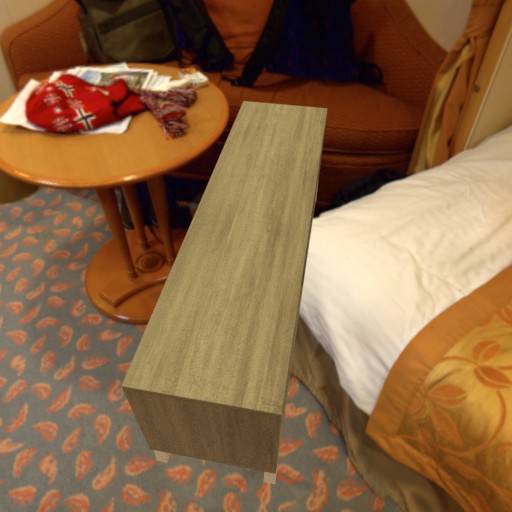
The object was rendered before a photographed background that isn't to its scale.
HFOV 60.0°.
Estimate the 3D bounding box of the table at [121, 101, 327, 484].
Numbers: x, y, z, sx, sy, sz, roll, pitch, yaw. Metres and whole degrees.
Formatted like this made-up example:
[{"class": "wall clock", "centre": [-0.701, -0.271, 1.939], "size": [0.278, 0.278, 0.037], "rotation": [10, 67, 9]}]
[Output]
[{"class": "table", "centre": [0.000, 0.000, 1.772], "size": [0.400, 0.530, 1.500], "rotation": [8, 47, 7]}]
